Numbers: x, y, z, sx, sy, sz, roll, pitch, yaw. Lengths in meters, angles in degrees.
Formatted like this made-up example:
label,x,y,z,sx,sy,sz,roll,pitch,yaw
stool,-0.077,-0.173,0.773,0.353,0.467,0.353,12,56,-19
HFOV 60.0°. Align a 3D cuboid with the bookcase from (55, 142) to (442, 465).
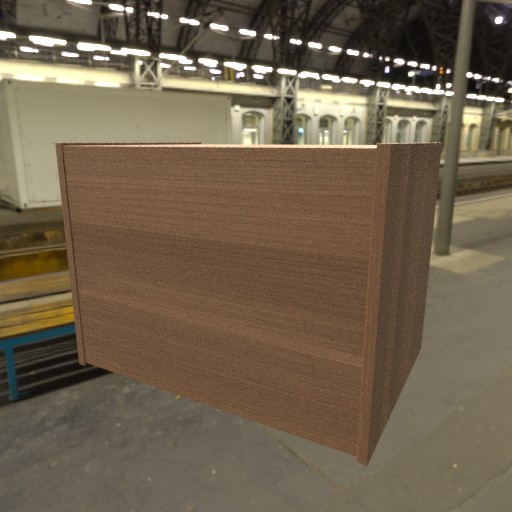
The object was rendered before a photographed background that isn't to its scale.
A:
label,x,y,z,sx,sy,sz,roll,pitch,yaw
bookcase,0.000,0.000,0.616,0.415,0.305,0.290,8,17,29
